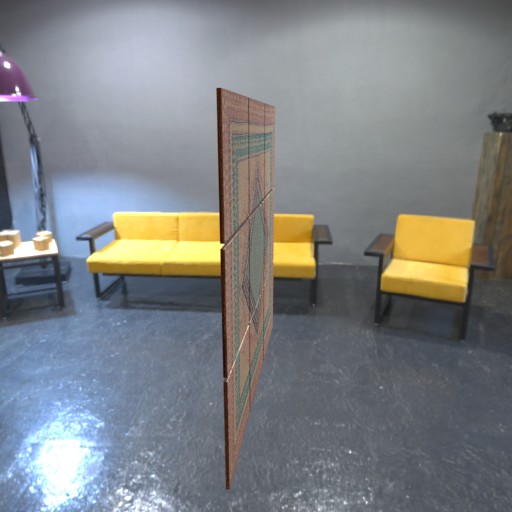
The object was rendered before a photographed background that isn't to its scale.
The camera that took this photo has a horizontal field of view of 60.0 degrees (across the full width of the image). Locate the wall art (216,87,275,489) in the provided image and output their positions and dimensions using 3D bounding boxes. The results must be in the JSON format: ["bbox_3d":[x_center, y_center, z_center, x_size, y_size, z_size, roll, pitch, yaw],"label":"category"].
[{"bbox_3d":[0.000,0.000,1.831,0.013,1.213,1.215,2,17,8],"label":"wall art"}]
